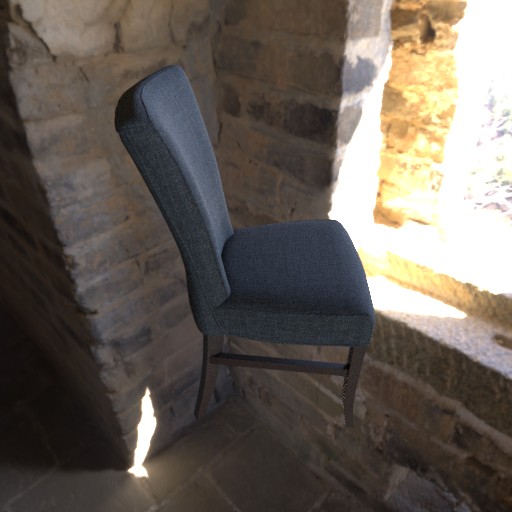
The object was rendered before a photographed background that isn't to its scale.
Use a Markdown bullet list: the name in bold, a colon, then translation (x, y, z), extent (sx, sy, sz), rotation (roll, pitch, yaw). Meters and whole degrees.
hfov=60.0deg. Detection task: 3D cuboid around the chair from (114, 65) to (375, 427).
- **chair**: translation (0.000, 0.000, 1.332), extent (0.660, 0.991, 0.520), rotation (0, 34, -1)
